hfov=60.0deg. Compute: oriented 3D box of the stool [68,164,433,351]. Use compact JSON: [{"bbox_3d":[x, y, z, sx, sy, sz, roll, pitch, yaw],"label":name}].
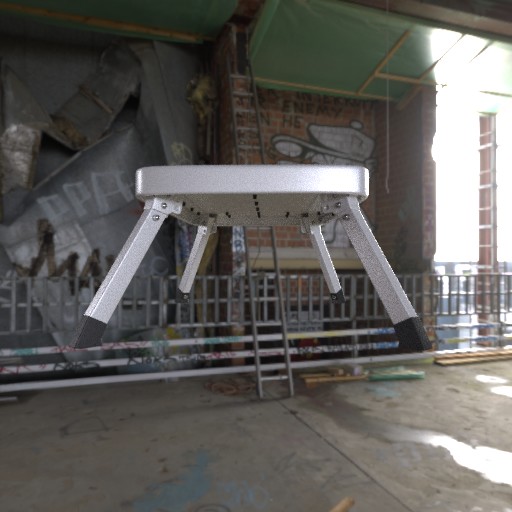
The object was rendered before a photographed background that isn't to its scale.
[{"bbox_3d":[0.000,0.000,0.609,0.320,0.170,0.460,0,-1,2],"label":"stool"}]
